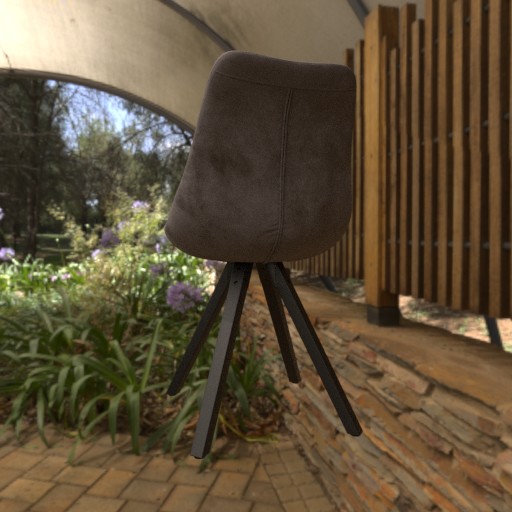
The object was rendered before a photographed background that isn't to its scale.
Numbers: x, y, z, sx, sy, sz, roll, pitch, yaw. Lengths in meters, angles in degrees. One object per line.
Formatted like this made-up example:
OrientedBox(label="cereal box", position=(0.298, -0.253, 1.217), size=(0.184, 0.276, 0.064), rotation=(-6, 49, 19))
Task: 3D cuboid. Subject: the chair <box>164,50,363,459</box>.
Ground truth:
OrientedBox(label="chair", position=(0.000, 0.000, 1.190), size=(0.485, 0.850, 0.550), rotation=(0, 2, -17))
